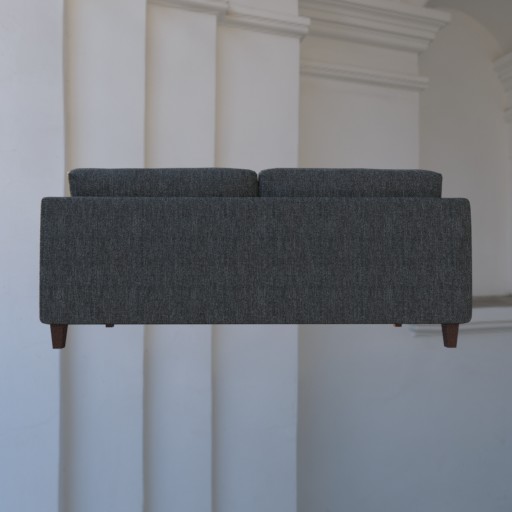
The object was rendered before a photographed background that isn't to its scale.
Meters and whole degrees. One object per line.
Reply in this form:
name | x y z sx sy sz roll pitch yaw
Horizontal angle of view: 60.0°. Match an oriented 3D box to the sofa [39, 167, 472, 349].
sofa | 0.000 0.000 2.688 2.208 0.960 0.948 0 -2 -1
